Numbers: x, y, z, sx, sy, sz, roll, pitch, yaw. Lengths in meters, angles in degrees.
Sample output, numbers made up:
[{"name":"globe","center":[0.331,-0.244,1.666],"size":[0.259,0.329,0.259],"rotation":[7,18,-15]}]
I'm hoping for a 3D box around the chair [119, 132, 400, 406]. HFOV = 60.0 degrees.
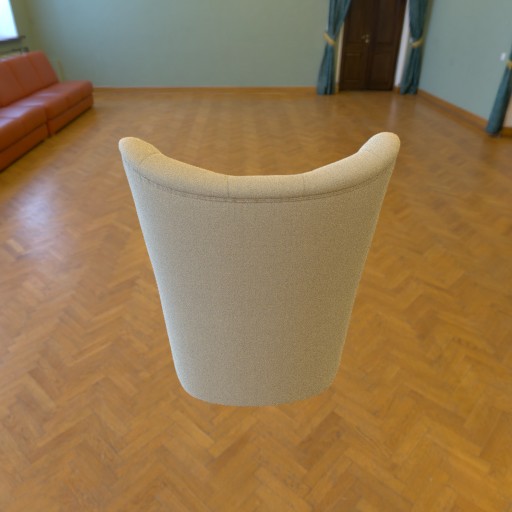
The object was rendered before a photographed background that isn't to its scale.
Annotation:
[{"name":"chair","center":[0.000,0.000,1.759],"size":[0.831,1.079,0.929],"rotation":[-2,30,-3]}]
